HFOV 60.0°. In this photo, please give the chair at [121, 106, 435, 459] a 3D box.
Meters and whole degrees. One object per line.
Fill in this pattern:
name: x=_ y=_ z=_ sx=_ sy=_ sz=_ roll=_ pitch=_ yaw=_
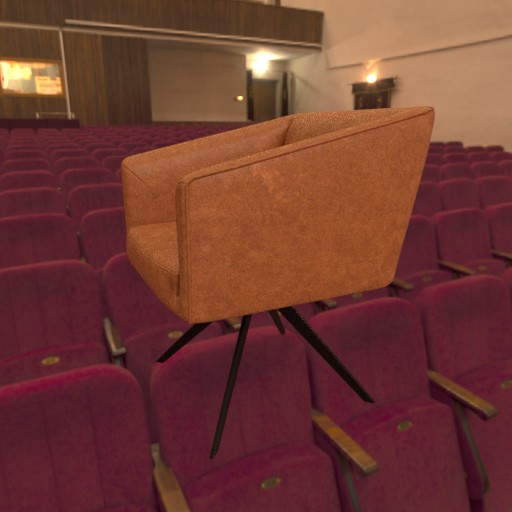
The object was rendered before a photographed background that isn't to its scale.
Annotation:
chair: x=0.000 y=0.000 z=1.198 sx=0.625 sy=0.760 sz=0.588 roll=-8 pitch=18 yaw=-26
